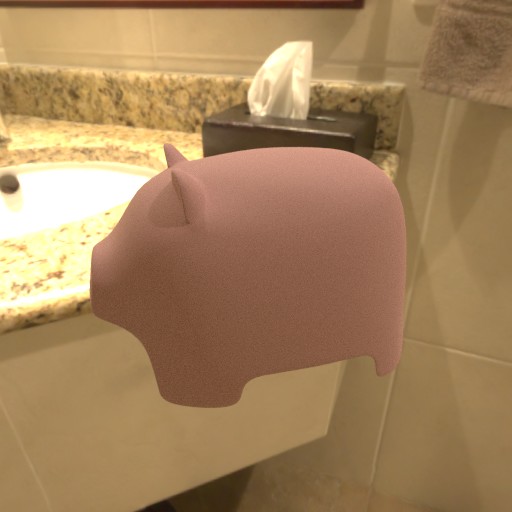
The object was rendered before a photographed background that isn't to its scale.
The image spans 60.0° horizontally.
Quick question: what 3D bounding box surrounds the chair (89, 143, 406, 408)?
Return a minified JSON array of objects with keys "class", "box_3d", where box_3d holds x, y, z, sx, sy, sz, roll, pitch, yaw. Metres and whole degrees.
[{"class":"chair","box_3d":[0.000,0.000,0.858,0.619,0.423,0.364,-8,32,-14]}]
